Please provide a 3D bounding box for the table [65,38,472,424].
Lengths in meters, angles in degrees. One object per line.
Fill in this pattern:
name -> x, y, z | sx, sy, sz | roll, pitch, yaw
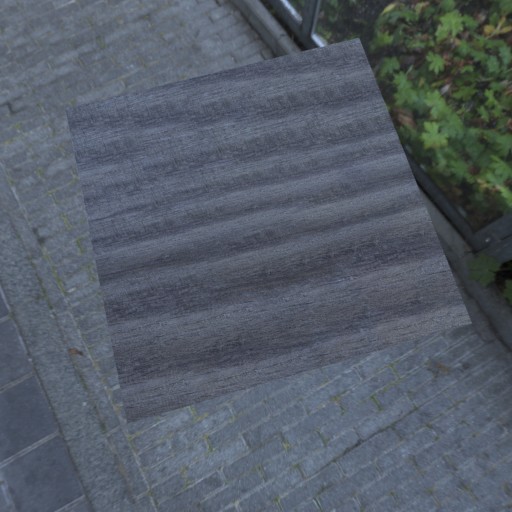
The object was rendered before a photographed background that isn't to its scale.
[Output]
table -> 0.000, 0.000, 0.966 | 0.506, 0.587, 0.504 | -15, 76, -4
